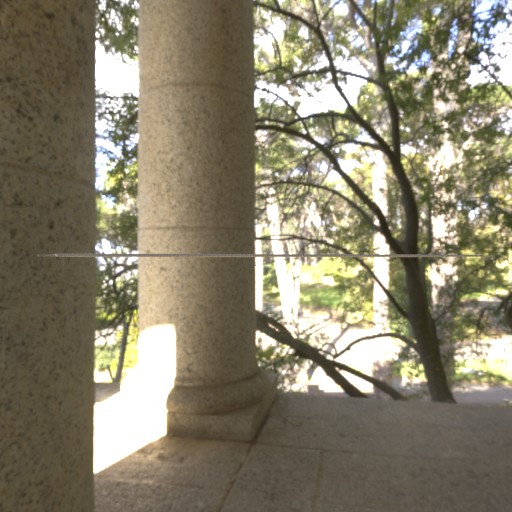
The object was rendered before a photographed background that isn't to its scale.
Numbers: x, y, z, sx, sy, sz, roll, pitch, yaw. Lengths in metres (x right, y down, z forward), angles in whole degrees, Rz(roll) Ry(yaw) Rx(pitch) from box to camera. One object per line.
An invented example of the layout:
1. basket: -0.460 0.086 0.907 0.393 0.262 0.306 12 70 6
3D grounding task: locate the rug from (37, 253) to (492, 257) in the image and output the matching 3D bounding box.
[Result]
1. rug: 0.000 0.000 2.992 2.486 0.013 1.548 0 0 -18
